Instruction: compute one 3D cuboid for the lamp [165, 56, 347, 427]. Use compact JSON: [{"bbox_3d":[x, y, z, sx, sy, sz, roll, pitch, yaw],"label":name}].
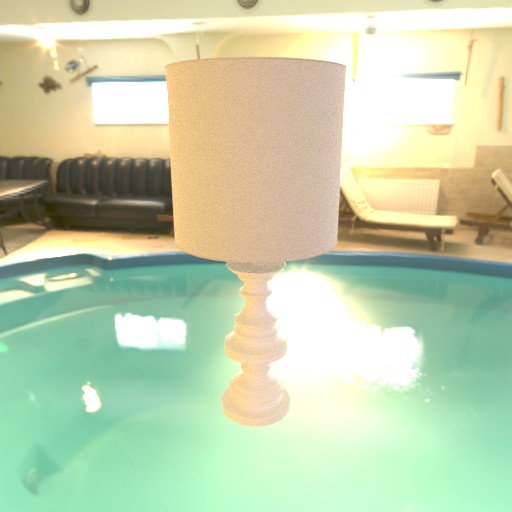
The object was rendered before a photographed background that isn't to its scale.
[{"bbox_3d":[0.000,0.000,0.583,0.208,0.455,0.208,-3,17,-10],"label":"lamp"}]
